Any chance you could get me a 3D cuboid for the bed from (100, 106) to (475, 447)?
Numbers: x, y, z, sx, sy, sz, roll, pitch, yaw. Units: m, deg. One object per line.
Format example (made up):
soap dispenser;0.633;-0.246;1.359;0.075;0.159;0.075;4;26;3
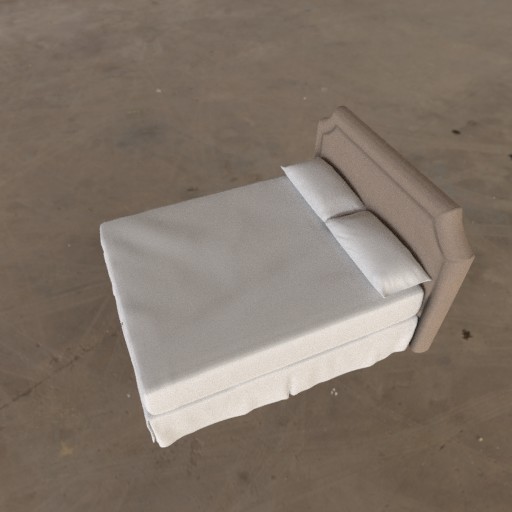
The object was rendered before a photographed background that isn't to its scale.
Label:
bed;0.000;0.000;3.284;2.164;1.303;1.828;-17;49;-16
